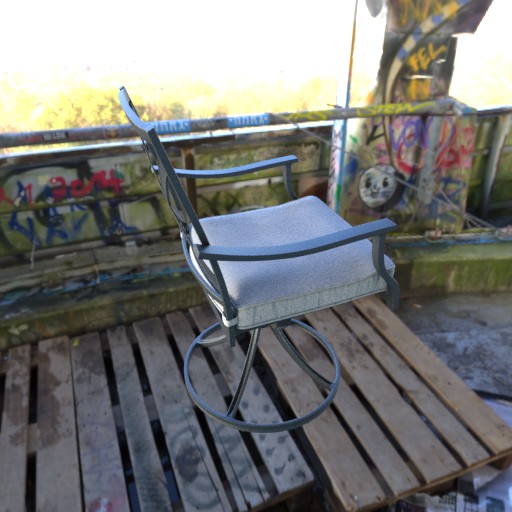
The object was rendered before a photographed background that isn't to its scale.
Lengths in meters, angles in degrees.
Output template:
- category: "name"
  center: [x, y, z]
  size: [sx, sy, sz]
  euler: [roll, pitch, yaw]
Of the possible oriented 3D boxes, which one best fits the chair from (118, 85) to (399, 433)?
- category: "chair"
  center: [0.000, 0.000, 1.275]
  size: [0.620, 0.889, 0.575]
  euler: [-11, 32, -18]
